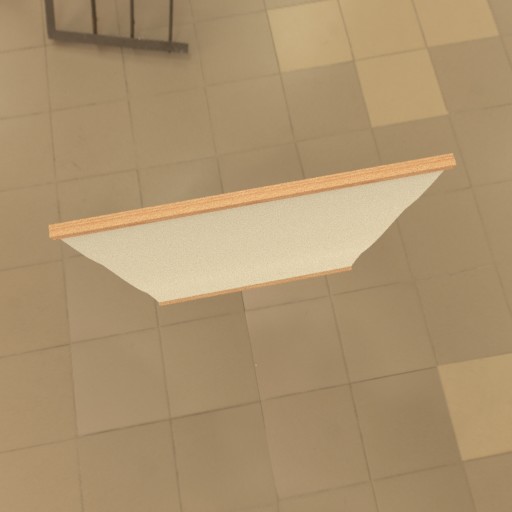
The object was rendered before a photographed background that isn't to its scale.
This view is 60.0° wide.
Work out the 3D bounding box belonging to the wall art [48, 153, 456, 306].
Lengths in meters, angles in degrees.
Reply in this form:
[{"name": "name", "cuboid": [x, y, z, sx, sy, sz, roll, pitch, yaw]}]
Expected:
[{"name": "wall art", "cuboid": [0.000, 0.000, 0.682, 0.406, 0.508, 0.013, -10, 76, -3]}]
